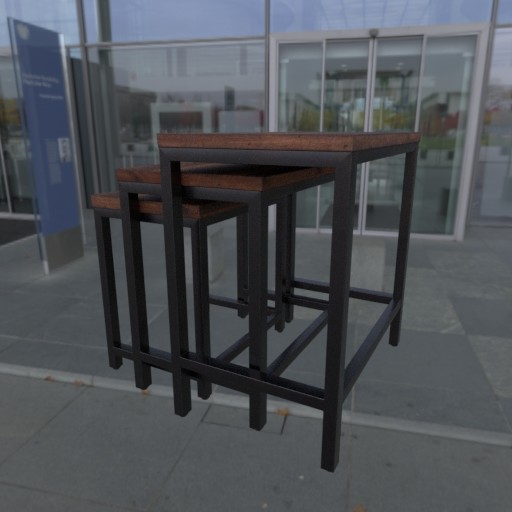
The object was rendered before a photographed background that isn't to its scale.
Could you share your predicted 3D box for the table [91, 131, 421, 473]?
[{"bbox_3d":[0.000,0.000,1.146,0.660,0.616,0.608,9,18,27],"label":"table"}]
